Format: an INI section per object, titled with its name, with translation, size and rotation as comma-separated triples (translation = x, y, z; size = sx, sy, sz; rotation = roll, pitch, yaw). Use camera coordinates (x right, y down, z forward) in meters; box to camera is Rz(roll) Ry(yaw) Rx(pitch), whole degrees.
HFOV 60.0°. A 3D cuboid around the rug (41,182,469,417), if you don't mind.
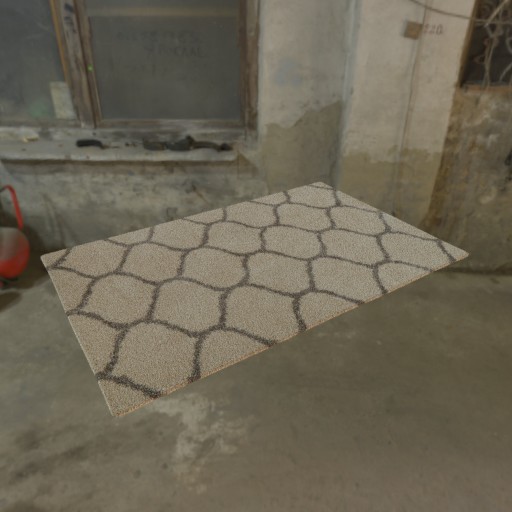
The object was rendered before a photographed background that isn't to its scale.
[rug]
translation = 0.000, 0.000, 2.872
size = 2.348, 0.024, 1.501
rotation = -19, 36, -28
